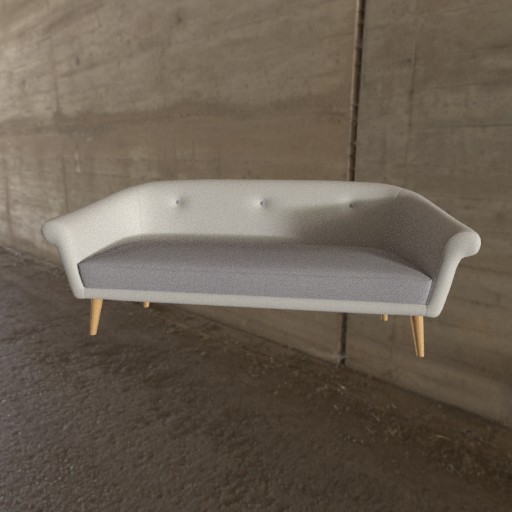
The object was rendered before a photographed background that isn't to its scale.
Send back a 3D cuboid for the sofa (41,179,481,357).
[{"bbox_3d":[0.000,0.000,2.552,2.160,0.795,0.827,2,13,9],"label":"sofa"}]
